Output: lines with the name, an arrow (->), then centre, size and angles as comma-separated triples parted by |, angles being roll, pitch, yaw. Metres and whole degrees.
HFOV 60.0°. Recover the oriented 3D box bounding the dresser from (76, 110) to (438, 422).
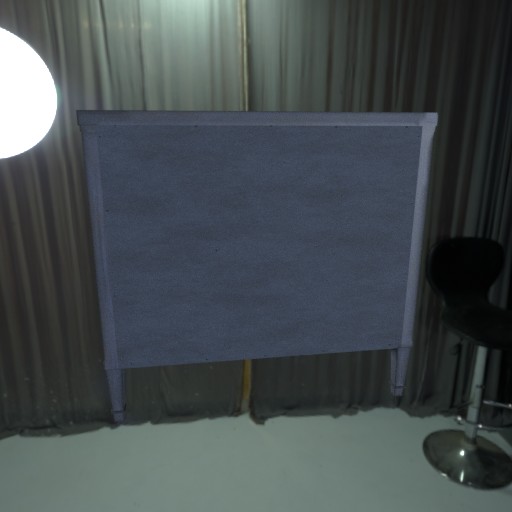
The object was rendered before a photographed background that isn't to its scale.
dresser -> 0.000, 0.000, 1.619 | 1.049, 0.986, 0.463 | -2, 16, -8
